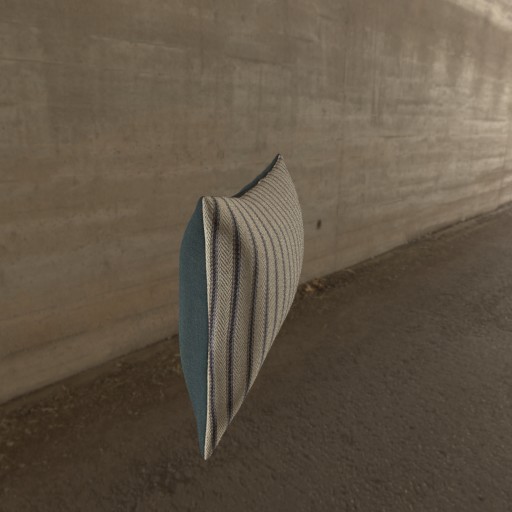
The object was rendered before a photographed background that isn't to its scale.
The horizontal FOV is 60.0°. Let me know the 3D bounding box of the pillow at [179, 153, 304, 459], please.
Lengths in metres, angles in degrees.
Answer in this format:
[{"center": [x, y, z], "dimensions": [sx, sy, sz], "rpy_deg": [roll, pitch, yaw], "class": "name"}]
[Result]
[{"center": [0.000, 0.000, 0.736], "dimensions": [0.151, 0.305, 0.609], "rpy_deg": [3, 16, 9], "class": "pillow"}]
